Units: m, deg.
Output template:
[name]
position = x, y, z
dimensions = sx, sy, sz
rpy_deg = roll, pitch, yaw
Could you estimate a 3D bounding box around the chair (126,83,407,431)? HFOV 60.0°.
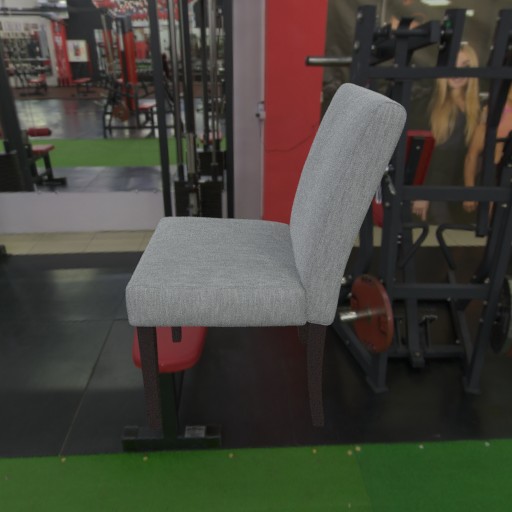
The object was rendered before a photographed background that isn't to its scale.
[chair]
position = 0.000, 0.000, 1.255
dimensions = 0.629, 0.884, 0.487
rpy_deg = 0, 26, -1
